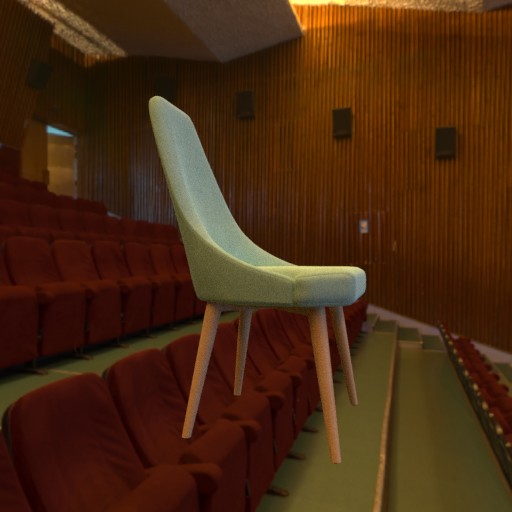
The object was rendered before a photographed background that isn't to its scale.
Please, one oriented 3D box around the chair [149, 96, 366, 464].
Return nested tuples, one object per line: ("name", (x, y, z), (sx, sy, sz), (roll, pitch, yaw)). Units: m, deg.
("chair", (0.000, 0.000, 1.417), (0.660, 1.040, 0.510), (0, -1, 18))
